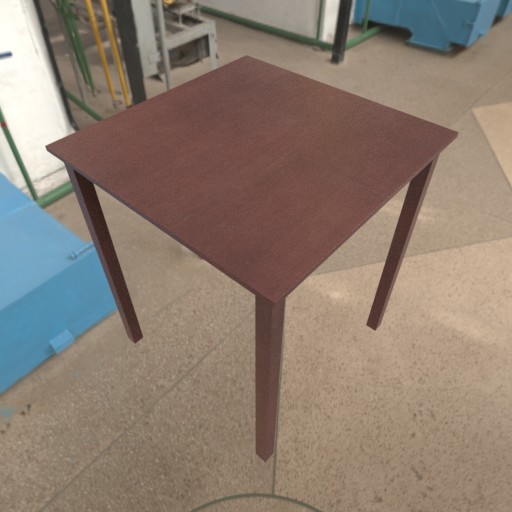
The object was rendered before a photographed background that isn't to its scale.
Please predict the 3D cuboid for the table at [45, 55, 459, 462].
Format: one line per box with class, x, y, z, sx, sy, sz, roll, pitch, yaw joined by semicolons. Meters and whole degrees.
table;0.000;0.000;1.658;0.861;0.991;0.861;32;54;27
